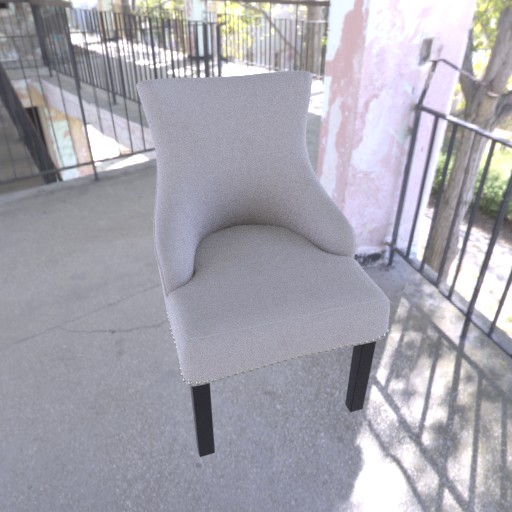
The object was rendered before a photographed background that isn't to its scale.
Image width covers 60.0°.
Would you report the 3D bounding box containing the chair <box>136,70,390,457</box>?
[{"bbox_3d":[0.000,0.000,1.284,0.566,0.909,0.629,-10,33,-16],"label":"chair"}]
